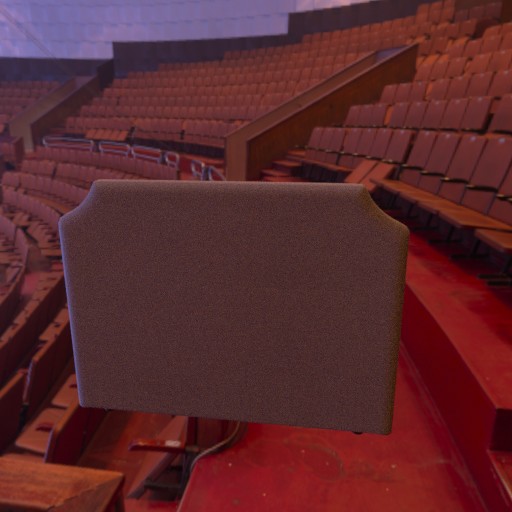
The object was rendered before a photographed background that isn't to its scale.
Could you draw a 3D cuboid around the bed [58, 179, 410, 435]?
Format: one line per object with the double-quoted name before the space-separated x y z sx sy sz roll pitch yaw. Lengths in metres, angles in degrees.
"bed" 0.000 0.000 3.181 1.693 1.290 2.116 2 16 8
